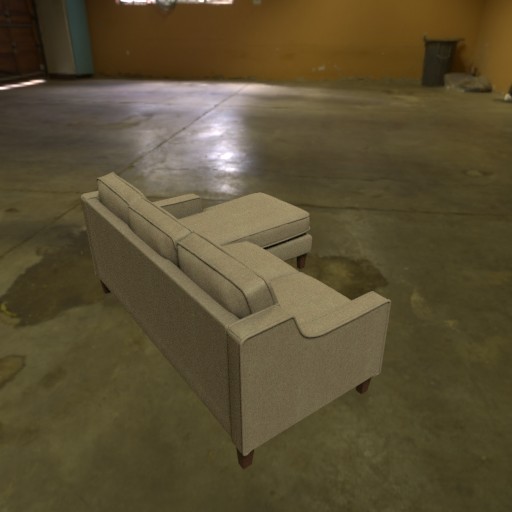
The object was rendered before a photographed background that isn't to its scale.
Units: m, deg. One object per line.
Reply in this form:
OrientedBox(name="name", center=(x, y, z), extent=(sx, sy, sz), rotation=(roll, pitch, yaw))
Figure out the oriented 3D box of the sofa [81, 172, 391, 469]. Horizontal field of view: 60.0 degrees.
OrientedBox(name="sofa", center=(0.000, 0.000, 3.353), extent=(1.858, 1.081, 2.317), rotation=(-18, 32, -32))
